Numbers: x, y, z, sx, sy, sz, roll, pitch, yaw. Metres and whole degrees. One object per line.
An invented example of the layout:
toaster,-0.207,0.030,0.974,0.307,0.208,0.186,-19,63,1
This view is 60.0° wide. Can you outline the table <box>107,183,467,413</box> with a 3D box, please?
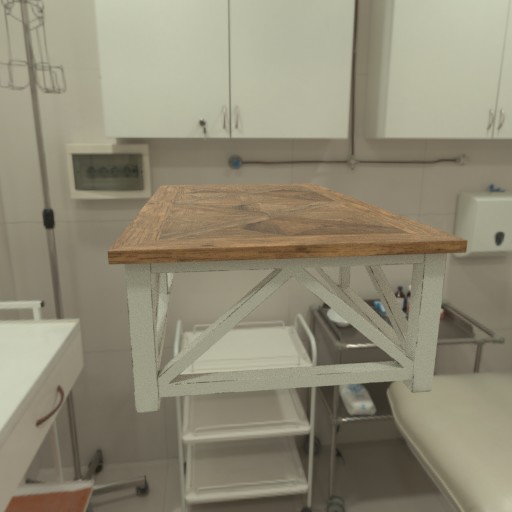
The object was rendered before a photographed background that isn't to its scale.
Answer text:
table,0.000,0.000,1.690,0.800,0.410,1.400,-2,15,-7
